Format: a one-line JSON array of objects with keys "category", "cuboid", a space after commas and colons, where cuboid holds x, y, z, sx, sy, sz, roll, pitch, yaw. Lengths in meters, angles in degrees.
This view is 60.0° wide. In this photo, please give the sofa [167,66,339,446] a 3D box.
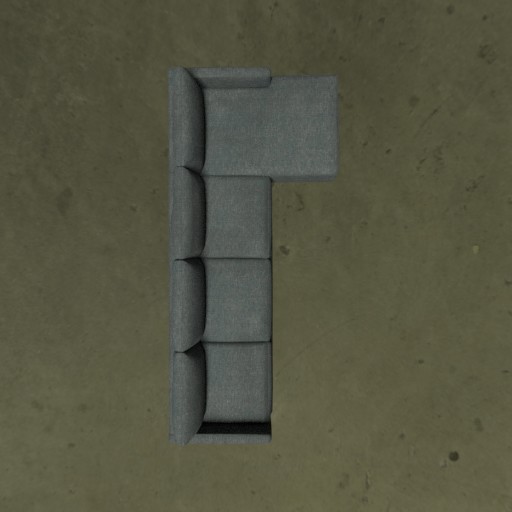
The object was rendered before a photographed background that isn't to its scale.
[{"category": "sofa", "cuboid": [0.000, 0.000, 3.576, 1.350, 0.810, 2.932, 0, 91, 1]}]
